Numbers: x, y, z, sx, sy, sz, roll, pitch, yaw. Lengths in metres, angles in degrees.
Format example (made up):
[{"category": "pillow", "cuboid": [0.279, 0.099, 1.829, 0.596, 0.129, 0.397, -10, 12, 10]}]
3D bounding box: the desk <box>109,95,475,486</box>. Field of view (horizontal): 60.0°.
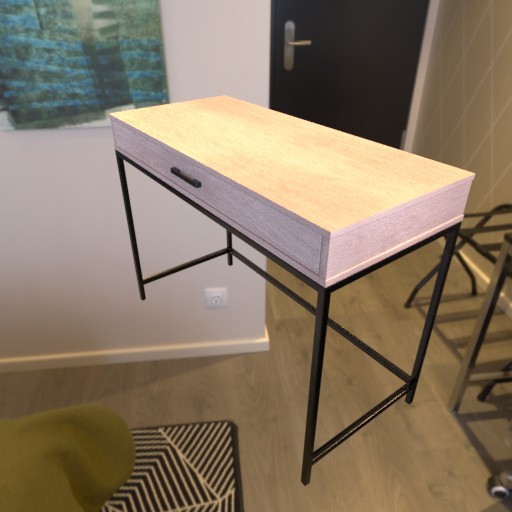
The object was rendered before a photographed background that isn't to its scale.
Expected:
[{"category": "desk", "cuboid": [0.000, 0.000, 1.421, 0.470, 0.762, 1.016, -22, 38, -31]}]
